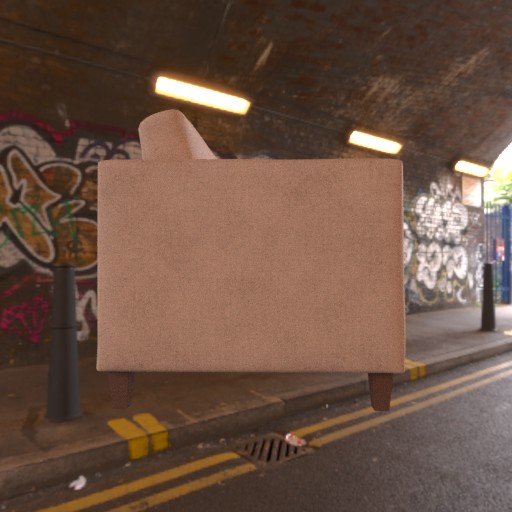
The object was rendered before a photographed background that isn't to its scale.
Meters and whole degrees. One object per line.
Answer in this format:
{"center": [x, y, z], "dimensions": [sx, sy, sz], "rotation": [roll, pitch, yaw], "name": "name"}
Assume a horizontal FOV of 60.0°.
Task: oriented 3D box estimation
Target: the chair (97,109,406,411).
{"center": [0.000, 0.000, 1.857], "dimensions": [0.959, 0.961, 1.133], "rotation": [0, 0, 1], "name": "chair"}
